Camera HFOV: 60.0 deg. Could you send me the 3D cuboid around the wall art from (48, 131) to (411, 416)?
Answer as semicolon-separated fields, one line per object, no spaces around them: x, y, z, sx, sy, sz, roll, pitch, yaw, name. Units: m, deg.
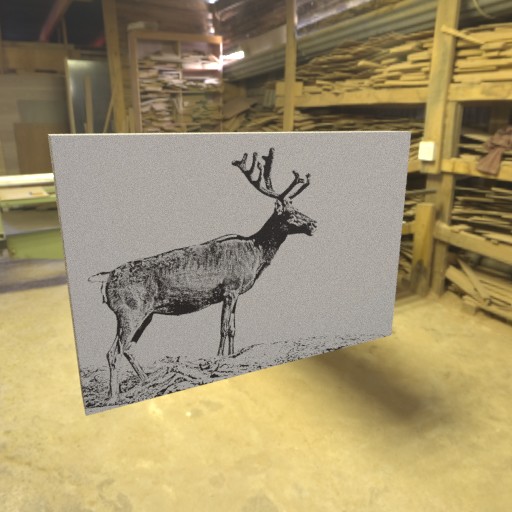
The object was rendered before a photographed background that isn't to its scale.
0.000;0.000;0.483;0.381;0.259;0.038;-8;18;-25;wall art
